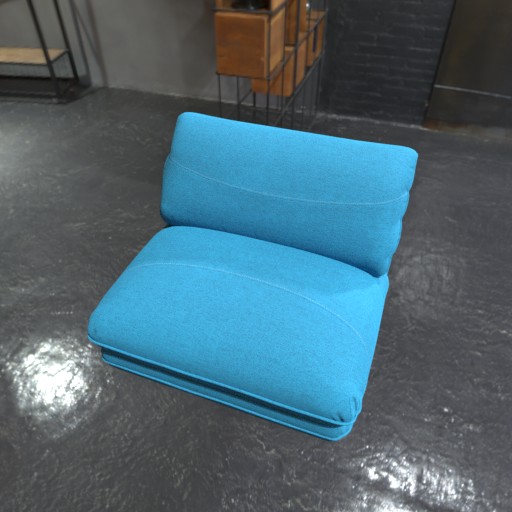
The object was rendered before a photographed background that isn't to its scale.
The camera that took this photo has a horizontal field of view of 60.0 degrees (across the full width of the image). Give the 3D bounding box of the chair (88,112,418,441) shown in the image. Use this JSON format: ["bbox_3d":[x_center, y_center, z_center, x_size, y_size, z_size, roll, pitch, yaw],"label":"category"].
[{"bbox_3d":[0.000,0.000,1.379,0.820,0.580,0.780,14,43,15],"label":"chair"}]
